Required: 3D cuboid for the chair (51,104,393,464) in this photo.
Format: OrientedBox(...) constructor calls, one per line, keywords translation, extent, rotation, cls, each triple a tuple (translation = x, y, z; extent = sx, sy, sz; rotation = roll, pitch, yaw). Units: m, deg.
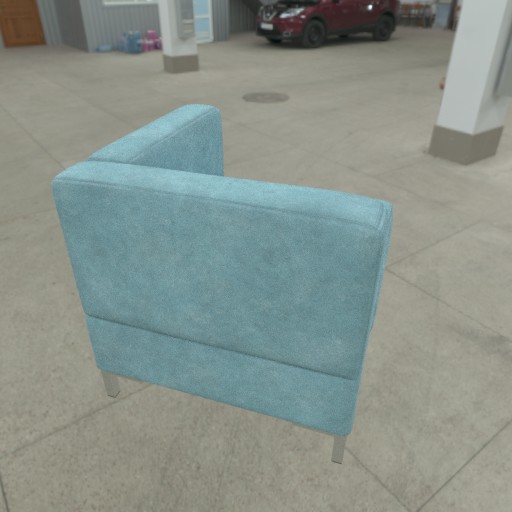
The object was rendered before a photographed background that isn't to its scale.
OrientedBox(translation=(0.000, 0.000, 1.230), extent=(0.691, 0.660, 0.684), rotation=(10, 34, 16), cls="chair")
